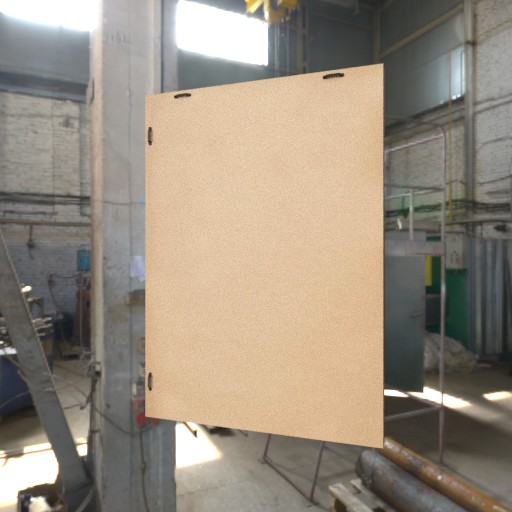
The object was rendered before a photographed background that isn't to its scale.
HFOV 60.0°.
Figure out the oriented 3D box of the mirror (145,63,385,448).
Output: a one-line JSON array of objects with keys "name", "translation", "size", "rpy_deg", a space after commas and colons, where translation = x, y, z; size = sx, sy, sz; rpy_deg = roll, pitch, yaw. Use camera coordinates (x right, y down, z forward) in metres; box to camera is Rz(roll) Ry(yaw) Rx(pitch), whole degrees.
[{"name": "mirror", "translation": [0.000, 0.000, 0.912], "size": [0.507, 0.710, 0.040], "rpy_deg": [0, 0, 19]}]
